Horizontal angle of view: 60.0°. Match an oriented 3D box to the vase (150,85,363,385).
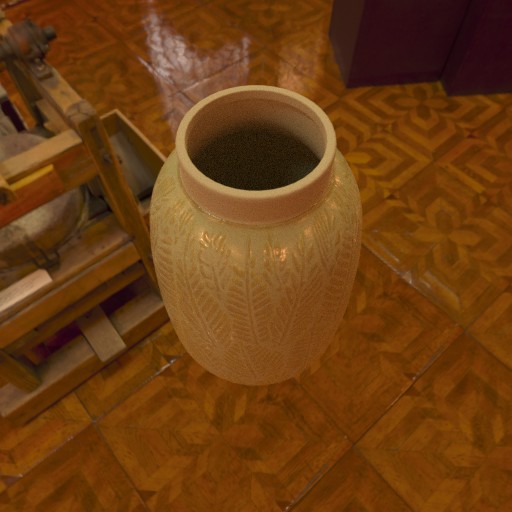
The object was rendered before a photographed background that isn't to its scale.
[{"bbox_3d":[0.000,0.000,0.379,0.172,0.270,0.172,0,58,0],"label":"vase"}]
